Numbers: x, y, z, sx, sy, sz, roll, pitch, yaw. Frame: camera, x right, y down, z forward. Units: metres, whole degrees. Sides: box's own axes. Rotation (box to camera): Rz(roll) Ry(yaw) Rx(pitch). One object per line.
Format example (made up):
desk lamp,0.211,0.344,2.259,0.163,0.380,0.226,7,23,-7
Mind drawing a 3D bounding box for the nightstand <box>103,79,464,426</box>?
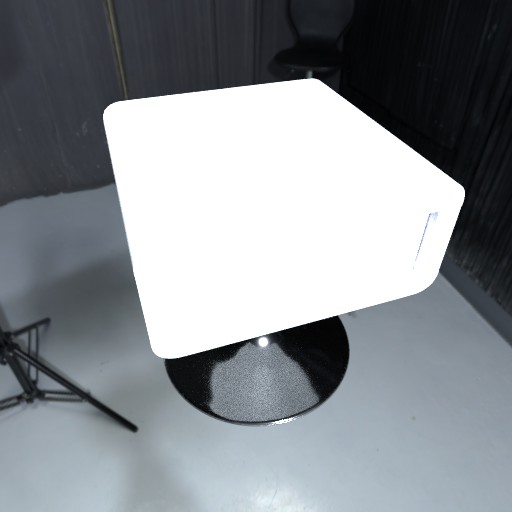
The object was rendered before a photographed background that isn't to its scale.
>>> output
nightstand,0.000,0.000,0.764,0.399,0.447,0.404,-12,41,-15
